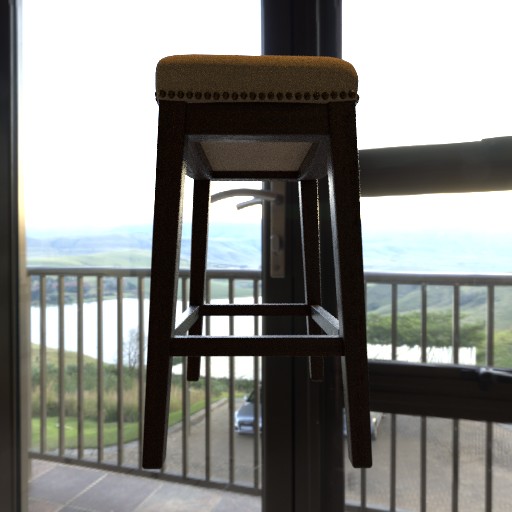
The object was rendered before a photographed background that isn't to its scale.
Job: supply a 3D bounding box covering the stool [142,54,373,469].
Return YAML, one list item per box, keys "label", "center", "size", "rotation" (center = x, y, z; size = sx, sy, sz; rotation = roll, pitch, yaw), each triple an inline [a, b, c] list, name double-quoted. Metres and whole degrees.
- label: "stool"
  center: [0.000, 0.000, 0.948]
  size: [0.363, 0.669, 0.509]
  rotation: [0, 0, -1]
